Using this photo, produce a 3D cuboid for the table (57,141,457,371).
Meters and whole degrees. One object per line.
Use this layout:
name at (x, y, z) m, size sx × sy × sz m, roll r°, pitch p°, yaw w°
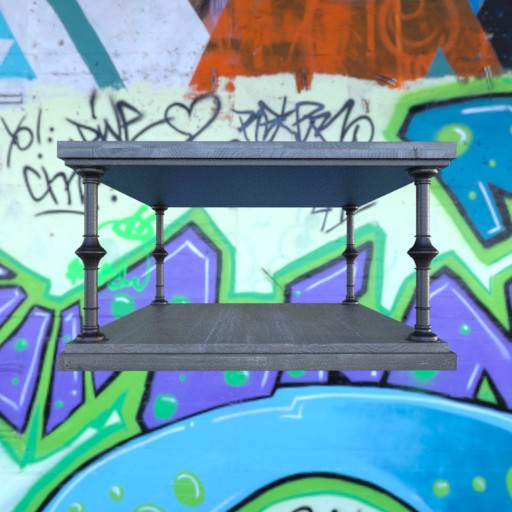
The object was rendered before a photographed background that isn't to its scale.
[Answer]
table at (0.000, 0.000, 1.119) m, size 0.696 × 0.400 × 0.696 m, roll 0°, pitch 0°, yaw 0°
